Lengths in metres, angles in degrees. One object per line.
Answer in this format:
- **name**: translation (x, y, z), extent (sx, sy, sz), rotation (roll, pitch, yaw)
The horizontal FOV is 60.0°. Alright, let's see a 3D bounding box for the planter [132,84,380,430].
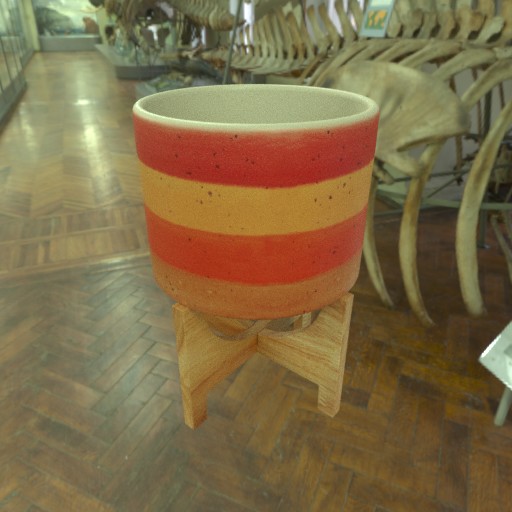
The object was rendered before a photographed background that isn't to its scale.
- **planter**: translation (0.000, 0.000, 0.562), extent (0.269, 0.379, 0.269), rotation (0, 28, 0)
